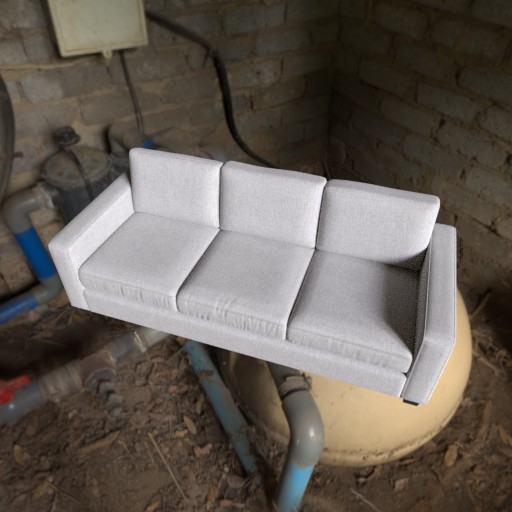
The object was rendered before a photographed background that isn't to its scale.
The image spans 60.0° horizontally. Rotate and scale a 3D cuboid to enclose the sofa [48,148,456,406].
[{"bbox_3d":[0.000,0.000,2.567,2.120,0.800,0.900,13,43,14],"label":"sofa"}]
